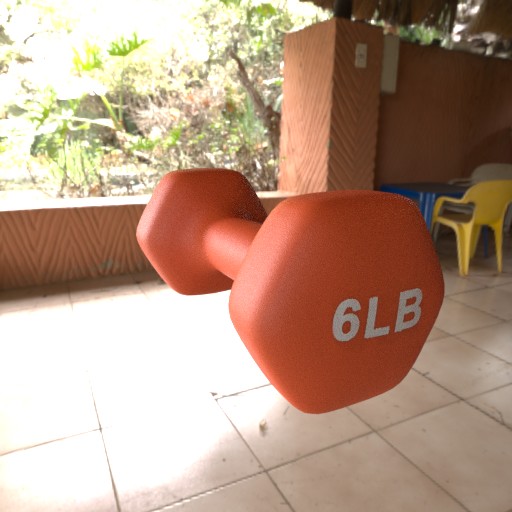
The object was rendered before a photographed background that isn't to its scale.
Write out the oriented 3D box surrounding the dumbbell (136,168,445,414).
[{"bbox_3d":[0.000,0.000,0.202,0.079,0.071,0.162,-7,17,-26],"label":"dumbbell"}]
